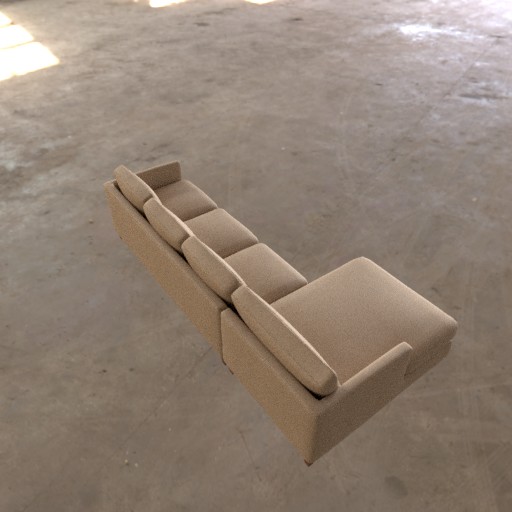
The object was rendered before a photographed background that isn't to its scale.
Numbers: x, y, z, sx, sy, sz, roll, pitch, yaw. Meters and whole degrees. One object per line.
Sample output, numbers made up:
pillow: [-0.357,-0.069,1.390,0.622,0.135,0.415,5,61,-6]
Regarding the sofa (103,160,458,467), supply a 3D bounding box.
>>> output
sofa: [0.000,0.000,3.930,1.502,0.876,3.201,-25,46,-27]
